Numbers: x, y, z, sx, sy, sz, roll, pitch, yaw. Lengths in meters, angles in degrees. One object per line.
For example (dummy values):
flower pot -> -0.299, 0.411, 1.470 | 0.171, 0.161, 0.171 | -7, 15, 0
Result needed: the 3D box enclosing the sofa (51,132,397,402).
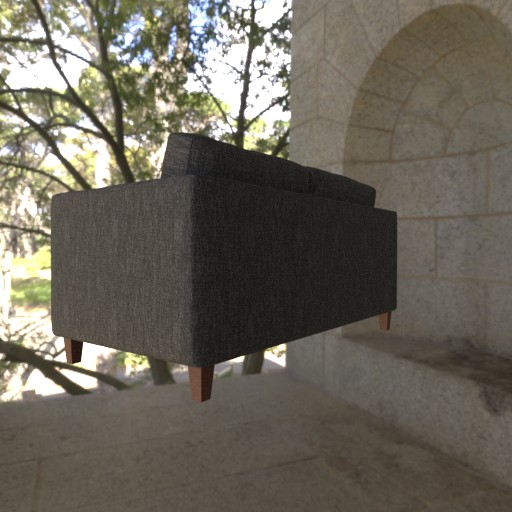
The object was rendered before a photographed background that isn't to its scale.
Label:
sofa -> 0.000, 0.000, 2.443 | 0.950, 0.963, 1.884 | 1, 1, 37
